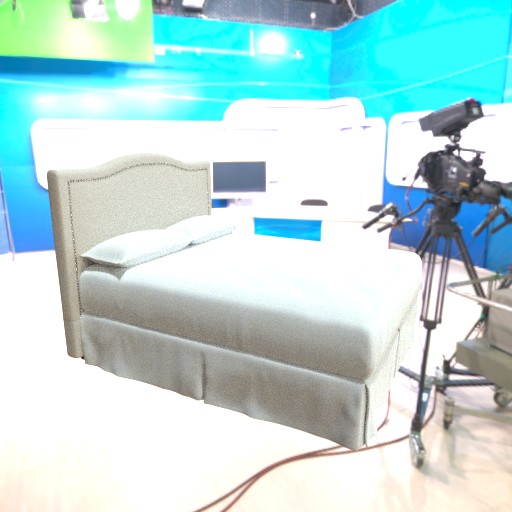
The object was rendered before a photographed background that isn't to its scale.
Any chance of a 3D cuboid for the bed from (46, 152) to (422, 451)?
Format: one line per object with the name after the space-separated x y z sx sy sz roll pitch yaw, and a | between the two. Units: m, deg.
0.000 0.000 3.241 2.143 1.460 1.753 8 16 27 | bed
